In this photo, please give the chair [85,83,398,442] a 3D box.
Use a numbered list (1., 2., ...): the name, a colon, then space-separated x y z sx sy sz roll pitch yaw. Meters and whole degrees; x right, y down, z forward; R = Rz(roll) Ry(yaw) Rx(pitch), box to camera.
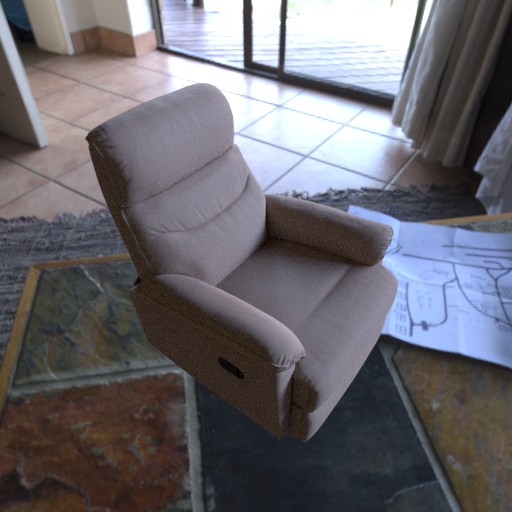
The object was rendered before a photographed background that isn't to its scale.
1. chair: 0.000 0.000 1.717 1.004 1.037 0.820 26 47 26
